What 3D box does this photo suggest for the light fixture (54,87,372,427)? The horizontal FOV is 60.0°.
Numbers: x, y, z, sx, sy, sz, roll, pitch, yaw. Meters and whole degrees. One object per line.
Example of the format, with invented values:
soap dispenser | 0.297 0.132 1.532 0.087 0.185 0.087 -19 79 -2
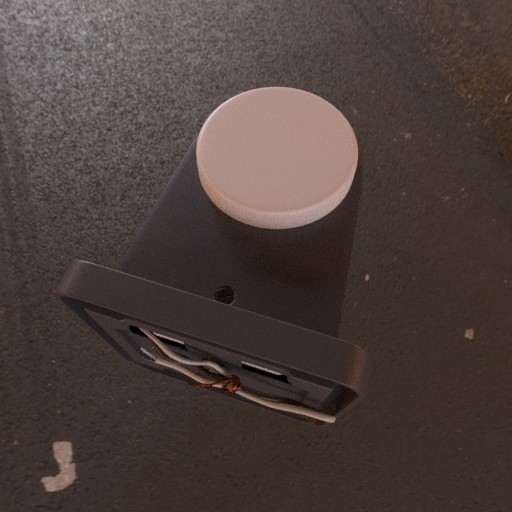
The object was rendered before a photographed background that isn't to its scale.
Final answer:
light fixture | 0.000 0.000 0.209 0.109 0.109 0.132 16 65 8
